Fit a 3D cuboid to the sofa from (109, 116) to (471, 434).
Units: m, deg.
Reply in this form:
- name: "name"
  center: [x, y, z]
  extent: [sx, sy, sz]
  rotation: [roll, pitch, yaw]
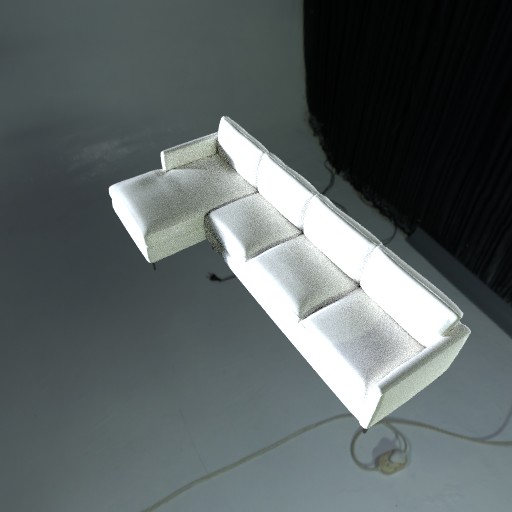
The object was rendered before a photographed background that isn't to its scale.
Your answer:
- name: "sofa"
  center: [0.000, 0.000, 3.775]
  extent: [1.467, 0.875, 3.186]
  rotation: [-26, 52, -22]
